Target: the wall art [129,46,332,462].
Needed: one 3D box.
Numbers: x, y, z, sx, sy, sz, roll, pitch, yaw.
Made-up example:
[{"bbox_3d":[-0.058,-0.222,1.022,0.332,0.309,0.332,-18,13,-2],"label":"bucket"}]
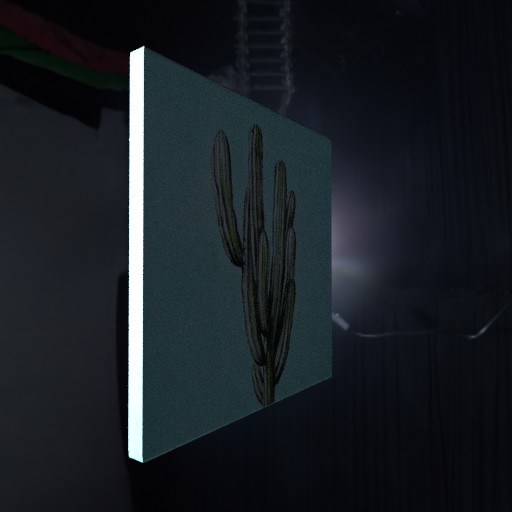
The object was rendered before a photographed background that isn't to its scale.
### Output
[{"bbox_3d":[0.000,0.000,1.588,0.070,1.073,1.071,-1,-1,36],"label":"wall art"}]
